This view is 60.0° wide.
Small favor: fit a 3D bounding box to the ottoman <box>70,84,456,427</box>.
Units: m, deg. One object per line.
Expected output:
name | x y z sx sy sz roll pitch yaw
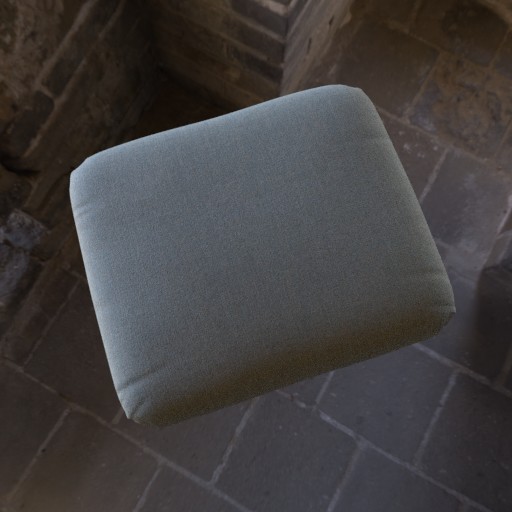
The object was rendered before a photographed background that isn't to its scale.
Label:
ottoman | 0.000 0.000 1.102 0.747 0.450 0.622 -17 77 -4
